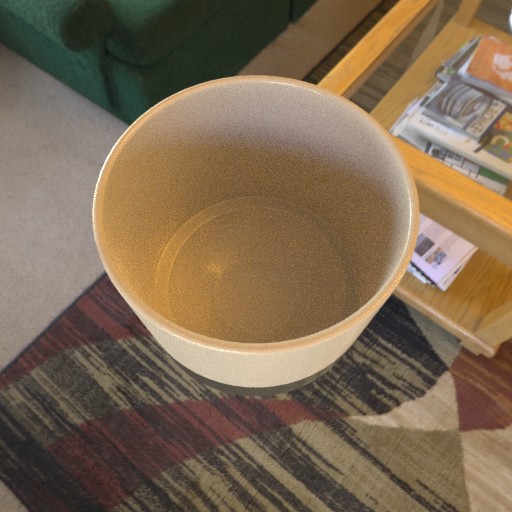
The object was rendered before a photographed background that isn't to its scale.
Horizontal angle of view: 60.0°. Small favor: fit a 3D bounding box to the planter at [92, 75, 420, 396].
[{"bbox_3d":[0.000,0.000,0.342,0.193,0.177,0.193,0,65,0],"label":"planter"}]
